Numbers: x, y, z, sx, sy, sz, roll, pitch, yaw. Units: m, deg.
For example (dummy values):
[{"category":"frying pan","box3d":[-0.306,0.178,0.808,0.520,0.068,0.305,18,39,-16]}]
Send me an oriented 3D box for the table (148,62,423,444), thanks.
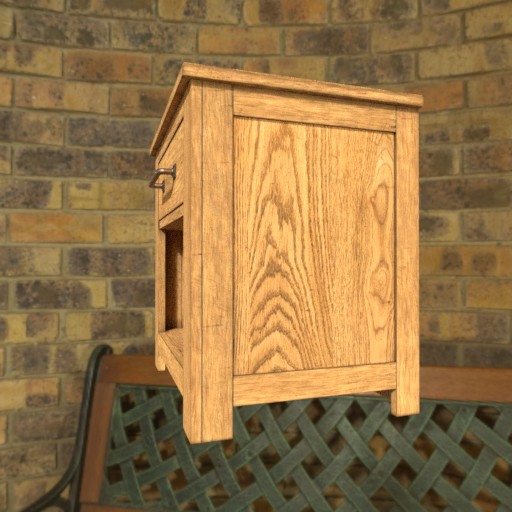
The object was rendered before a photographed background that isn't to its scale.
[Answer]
[{"category":"table","box3d":[0.000,0.000,1.070,0.494,0.625,0.601,0,0,-18]}]
